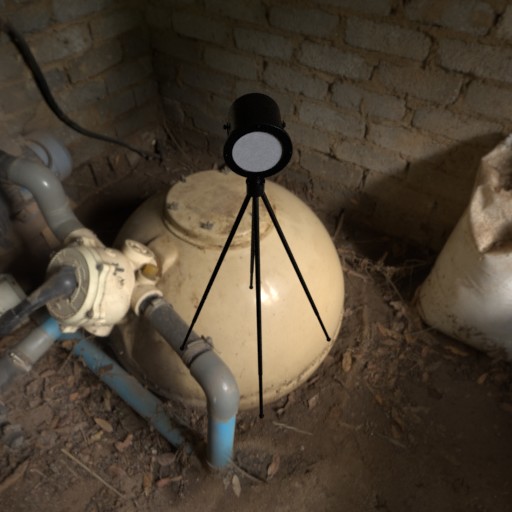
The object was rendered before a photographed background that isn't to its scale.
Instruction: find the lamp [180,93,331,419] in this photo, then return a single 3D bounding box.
[{"bbox_3d":[0.000,0.000,2.038,0.879,1.504,0.884,-3,46,-3],"label":"lamp"}]
